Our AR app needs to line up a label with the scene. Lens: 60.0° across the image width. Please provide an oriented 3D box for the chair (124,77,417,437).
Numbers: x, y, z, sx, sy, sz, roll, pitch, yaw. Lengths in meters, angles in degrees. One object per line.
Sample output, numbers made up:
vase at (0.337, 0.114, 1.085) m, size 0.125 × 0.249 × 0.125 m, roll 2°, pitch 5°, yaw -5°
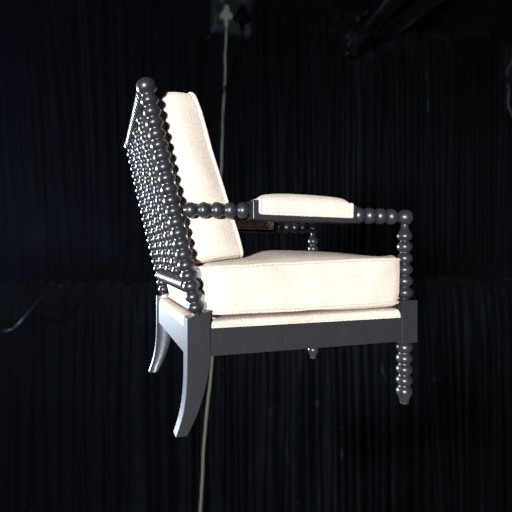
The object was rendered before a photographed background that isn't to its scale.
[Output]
chair at (0.000, 0.000, 1.193) m, size 0.657 × 0.703 × 0.555 m, roll 0°, pitch 0°, yaw -19°
